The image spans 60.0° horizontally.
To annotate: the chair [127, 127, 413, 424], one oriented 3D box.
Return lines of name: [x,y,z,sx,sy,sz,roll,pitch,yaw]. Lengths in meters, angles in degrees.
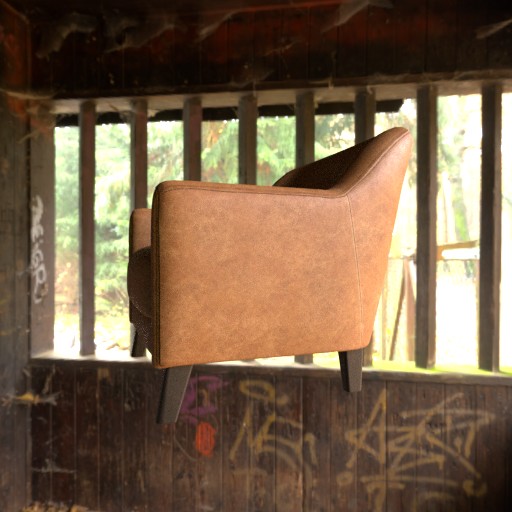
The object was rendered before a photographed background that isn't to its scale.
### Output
chair: [0.000,0.000,1.891,1.034,0.980,1.037,0,0,-20]
